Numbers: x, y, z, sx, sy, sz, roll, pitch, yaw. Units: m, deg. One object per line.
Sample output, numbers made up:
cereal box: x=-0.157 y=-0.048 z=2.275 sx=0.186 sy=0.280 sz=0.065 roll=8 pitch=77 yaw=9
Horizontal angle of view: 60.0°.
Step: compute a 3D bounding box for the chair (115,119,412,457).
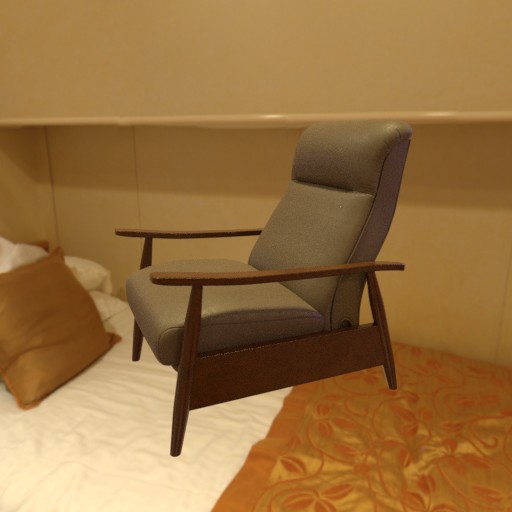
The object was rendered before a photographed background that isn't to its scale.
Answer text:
chair: x=0.000 y=0.000 z=1.831 sx=1.014 sy=1.082 sz=0.762 roll=-7 pitch=17 yaw=-24
